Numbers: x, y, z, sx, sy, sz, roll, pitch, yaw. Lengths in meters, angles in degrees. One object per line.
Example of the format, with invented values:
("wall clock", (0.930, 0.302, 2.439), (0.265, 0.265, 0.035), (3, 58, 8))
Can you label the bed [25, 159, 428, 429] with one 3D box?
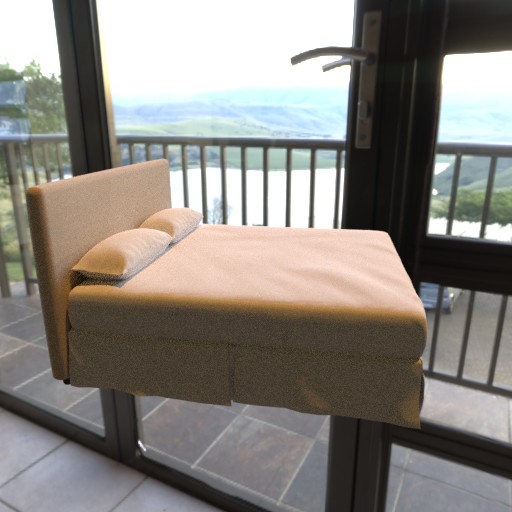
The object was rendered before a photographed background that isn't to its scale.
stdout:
("bed", (0.000, 0.000, 3.450), (2.319, 1.317, 2.119), (3, 17, 9))
